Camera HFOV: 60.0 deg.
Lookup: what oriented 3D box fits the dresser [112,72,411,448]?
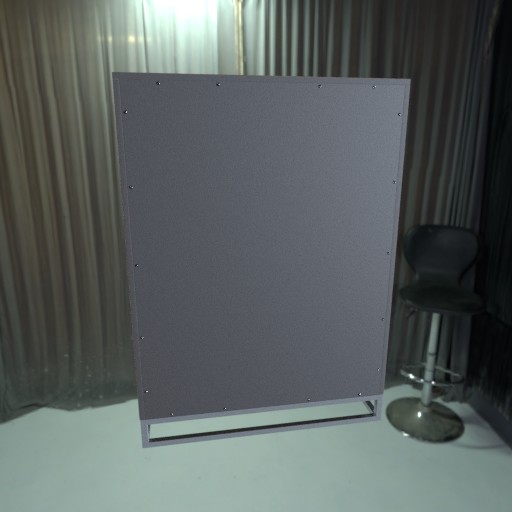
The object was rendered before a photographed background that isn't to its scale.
[{"bbox_3d":[0.000,0.000,1.818,0.965,1.321,0.508,-3,15,-10],"label":"dresser"}]
